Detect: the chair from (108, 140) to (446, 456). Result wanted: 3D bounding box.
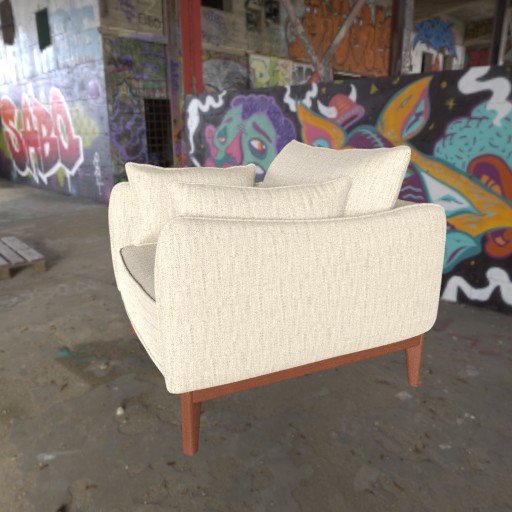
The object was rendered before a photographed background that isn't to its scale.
[{"bbox_3d":[0.000,0.000,1.713,0.991,0.855,0.994,-7,17,-24],"label":"chair"}]
